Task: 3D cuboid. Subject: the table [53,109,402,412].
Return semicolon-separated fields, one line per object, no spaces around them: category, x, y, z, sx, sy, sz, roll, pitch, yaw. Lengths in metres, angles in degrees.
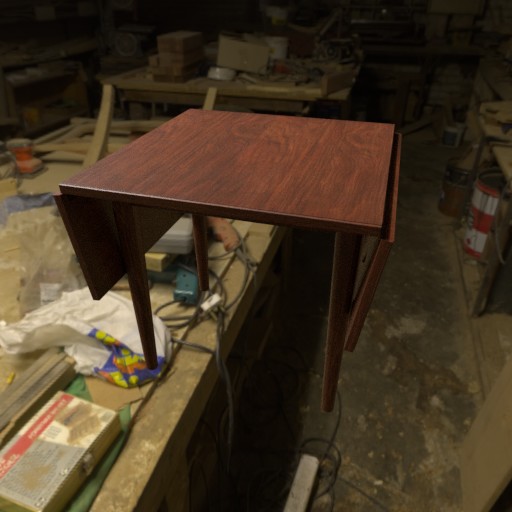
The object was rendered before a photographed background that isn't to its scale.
table;0.000;0.000;1.539;0.843;0.763;0.812;9;33;14
